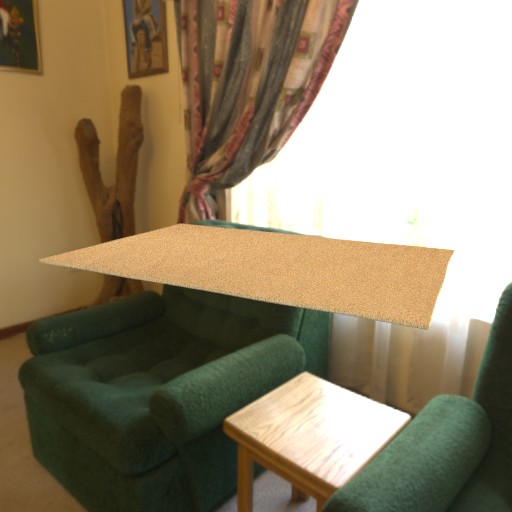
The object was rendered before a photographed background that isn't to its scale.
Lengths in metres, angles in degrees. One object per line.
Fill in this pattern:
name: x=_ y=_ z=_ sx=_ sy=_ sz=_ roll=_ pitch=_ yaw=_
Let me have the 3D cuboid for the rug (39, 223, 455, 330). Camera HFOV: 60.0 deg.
rug: x=0.000 y=0.000 z=2.963 sx=2.346 sy=0.025 sz=1.500 roll=7 pitch=16 yaw=26
